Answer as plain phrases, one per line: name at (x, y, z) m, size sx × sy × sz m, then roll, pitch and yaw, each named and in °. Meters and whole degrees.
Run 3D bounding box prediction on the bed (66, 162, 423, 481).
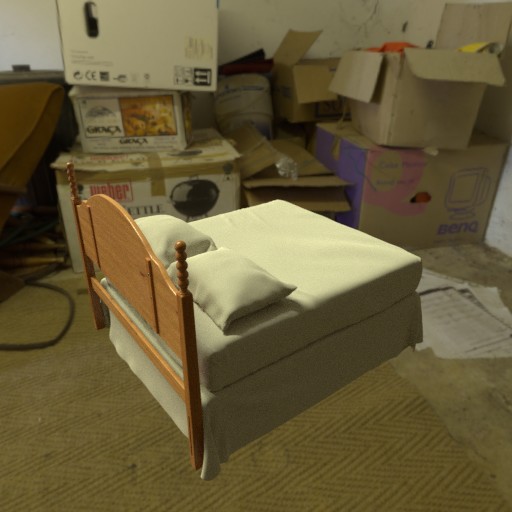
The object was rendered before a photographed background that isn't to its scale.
bed at (0.000, 0.000, 3.246) m, size 2.040 × 1.356 × 1.873 m, roll -18°, pitch 32°, yaw -32°
